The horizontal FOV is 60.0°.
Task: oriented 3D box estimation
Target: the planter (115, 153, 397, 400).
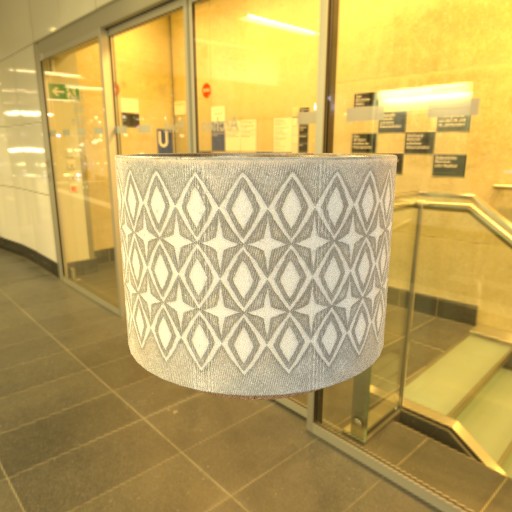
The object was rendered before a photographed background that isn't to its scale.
[{"bbox_3d":[0.000,0.000,0.322,0.186,0.144,0.186,0,14,0],"label":"planter"}]
